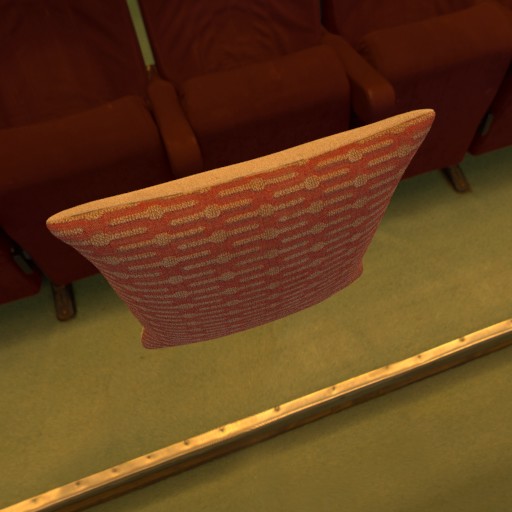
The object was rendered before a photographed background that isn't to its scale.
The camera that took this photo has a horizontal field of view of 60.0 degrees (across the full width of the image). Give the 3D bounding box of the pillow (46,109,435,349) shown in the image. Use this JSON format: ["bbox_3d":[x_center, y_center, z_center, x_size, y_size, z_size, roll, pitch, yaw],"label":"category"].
[{"bbox_3d":[0.000,0.000,0.761,0.511,0.503,0.182,-18,65,-9],"label":"pillow"}]
